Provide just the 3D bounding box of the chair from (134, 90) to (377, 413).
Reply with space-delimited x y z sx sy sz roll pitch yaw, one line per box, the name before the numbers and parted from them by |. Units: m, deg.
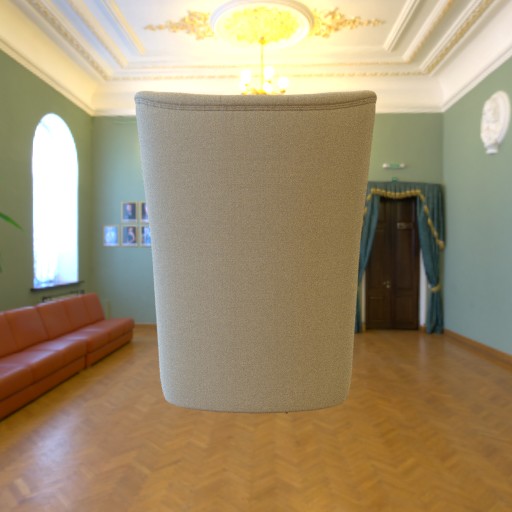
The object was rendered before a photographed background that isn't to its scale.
chair | 0.000 0.000 1.740 0.831 1.079 0.929 0 0 0
